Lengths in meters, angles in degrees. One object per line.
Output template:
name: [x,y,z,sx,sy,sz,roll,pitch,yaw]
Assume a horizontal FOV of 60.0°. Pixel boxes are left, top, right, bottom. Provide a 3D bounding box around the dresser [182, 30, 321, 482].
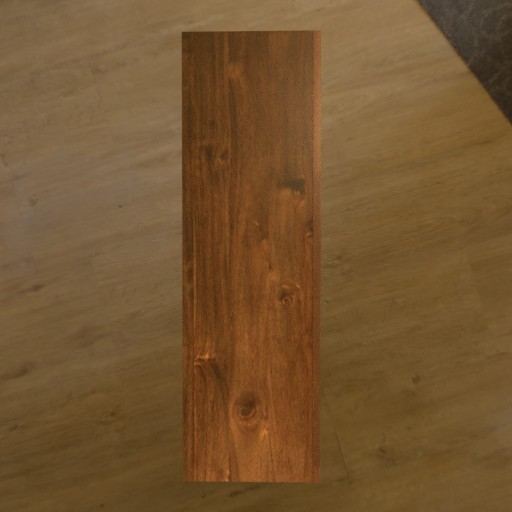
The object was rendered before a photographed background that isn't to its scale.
dresser: [0.000,0.000,1.811,0.446,0.873,1.400,0,91,1]
